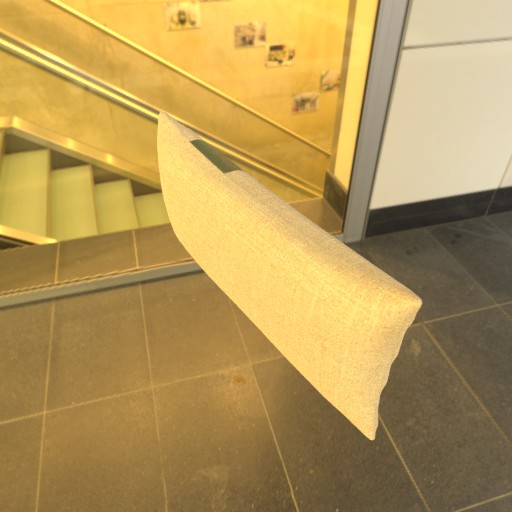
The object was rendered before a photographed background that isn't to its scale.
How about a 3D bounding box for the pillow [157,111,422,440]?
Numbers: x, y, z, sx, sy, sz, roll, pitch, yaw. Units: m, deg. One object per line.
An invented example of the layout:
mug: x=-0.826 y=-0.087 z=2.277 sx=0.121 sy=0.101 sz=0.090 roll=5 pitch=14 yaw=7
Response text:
pillow: x=0.000 y=0.000 z=1.059 sx=0.197 sy=0.429 sz=0.859 roll=-25 pitch=47 yaw=-26
